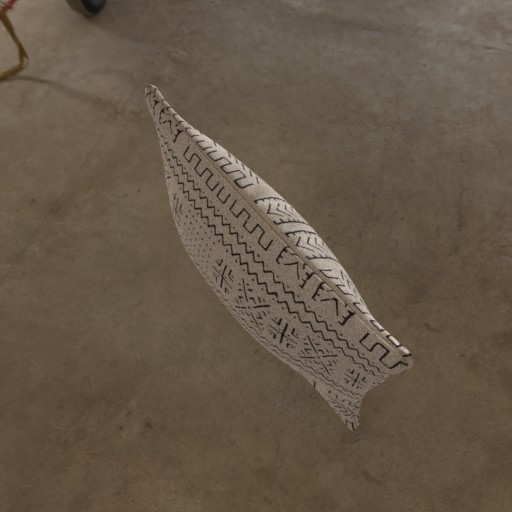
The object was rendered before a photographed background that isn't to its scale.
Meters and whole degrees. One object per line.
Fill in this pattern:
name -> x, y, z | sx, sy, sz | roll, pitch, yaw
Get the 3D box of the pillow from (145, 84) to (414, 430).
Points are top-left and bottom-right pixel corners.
pillow -> 0.000, 0.000, 0.795 | 0.188, 0.352, 0.637 | -32, 63, -18
